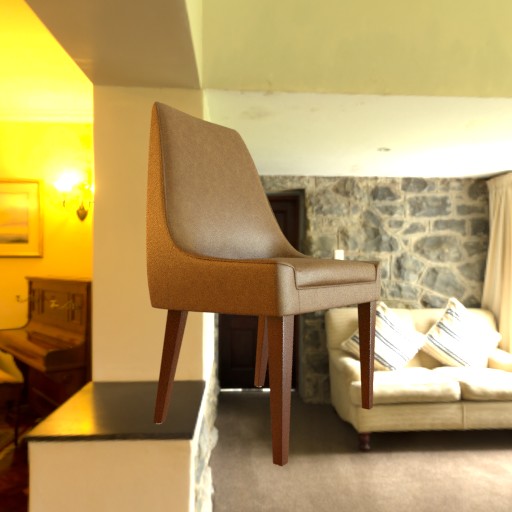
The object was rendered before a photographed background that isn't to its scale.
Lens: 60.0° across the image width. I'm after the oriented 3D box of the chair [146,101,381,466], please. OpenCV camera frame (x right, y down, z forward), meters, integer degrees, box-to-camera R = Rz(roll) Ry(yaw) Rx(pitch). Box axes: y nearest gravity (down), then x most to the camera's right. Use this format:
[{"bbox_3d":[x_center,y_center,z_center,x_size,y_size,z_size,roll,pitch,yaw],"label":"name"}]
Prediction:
[{"bbox_3d":[0.000,0.000,1.219,0.544,0.861,0.529,-1,-1,37],"label":"chair"}]
